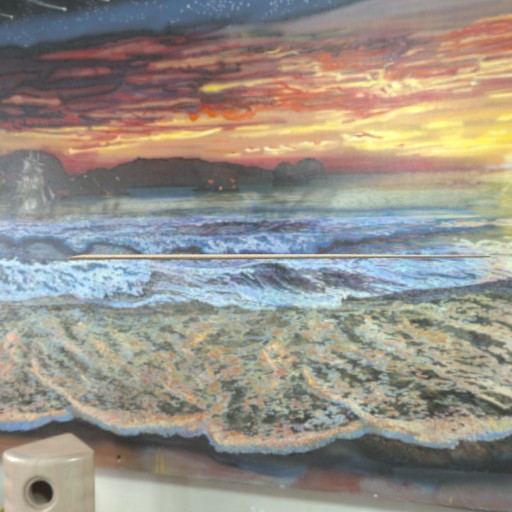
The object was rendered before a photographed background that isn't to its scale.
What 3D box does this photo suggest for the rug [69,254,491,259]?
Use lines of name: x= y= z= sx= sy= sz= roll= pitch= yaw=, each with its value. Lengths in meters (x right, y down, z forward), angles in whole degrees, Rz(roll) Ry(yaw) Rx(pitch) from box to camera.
rug: x=0.000 y=0.000 z=3.889 sx=2.895 sy=0.018 sz=2.288 roll=0 pitch=1 yaw=-19
